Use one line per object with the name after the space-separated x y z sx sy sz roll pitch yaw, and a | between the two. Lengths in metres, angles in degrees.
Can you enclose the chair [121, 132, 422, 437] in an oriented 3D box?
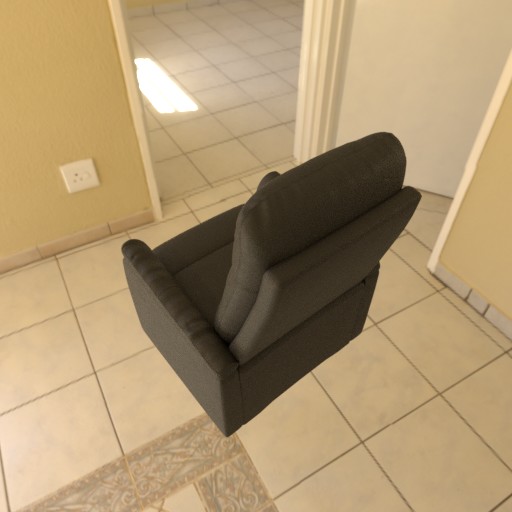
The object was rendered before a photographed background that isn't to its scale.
0.000 0.000 1.630 0.775 1.082 0.831 -30 53 -26 | chair
